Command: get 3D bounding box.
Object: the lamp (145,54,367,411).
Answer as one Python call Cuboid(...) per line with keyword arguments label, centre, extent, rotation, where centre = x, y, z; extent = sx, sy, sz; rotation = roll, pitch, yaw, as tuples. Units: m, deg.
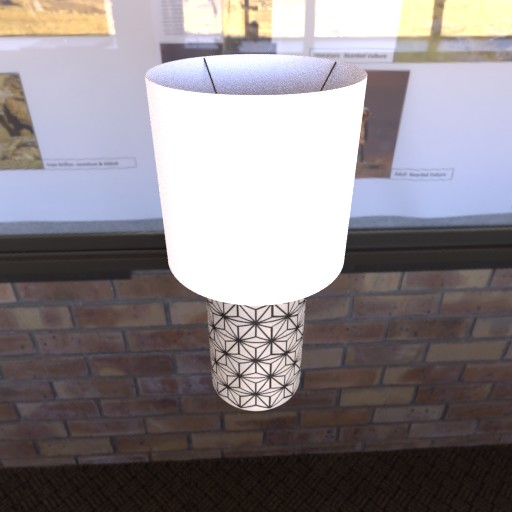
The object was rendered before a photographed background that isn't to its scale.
Cuboid(label="lamp", centre=(0.000, 0.000, 0.531), extent=(0.206, 0.416, 0.206), rotation=(-21, 38, -29))
